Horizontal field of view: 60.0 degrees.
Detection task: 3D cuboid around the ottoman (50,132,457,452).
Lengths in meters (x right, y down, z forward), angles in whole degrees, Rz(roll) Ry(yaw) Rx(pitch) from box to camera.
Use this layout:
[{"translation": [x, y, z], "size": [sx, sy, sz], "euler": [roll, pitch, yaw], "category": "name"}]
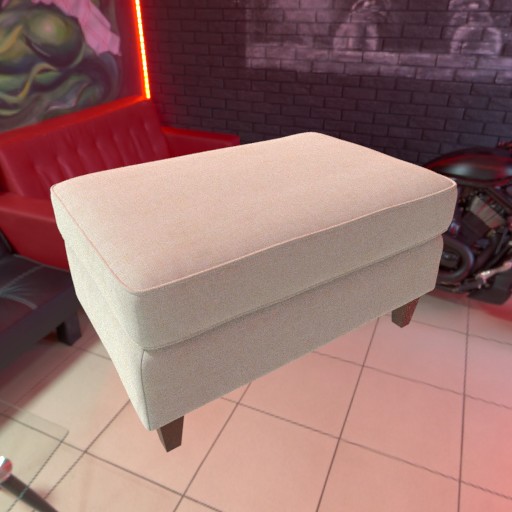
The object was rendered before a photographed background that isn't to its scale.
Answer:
[{"translation": [0.000, 0.000, 1.181], "size": [0.862, 0.484, 0.583], "euler": [-19, 35, -29], "category": "ottoman"}]
